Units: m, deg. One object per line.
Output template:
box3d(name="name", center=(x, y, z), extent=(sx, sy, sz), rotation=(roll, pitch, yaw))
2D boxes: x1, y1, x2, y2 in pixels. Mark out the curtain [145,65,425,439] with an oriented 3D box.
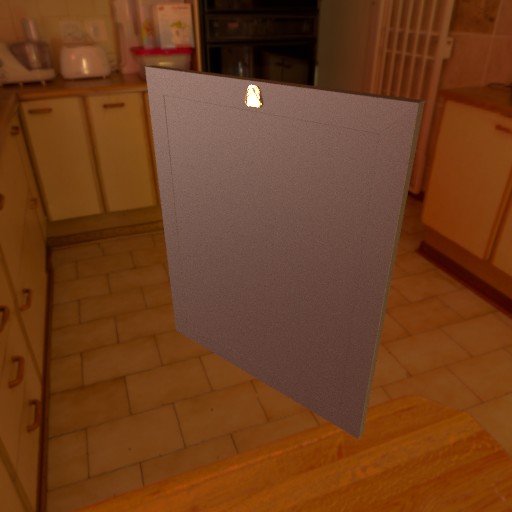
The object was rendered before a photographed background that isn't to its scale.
box3d(name="curtain", center=(0.000, 0.000, 0.785), extent=(0.483, 0.585, 0.027), rotation=(22, 37, 33))
